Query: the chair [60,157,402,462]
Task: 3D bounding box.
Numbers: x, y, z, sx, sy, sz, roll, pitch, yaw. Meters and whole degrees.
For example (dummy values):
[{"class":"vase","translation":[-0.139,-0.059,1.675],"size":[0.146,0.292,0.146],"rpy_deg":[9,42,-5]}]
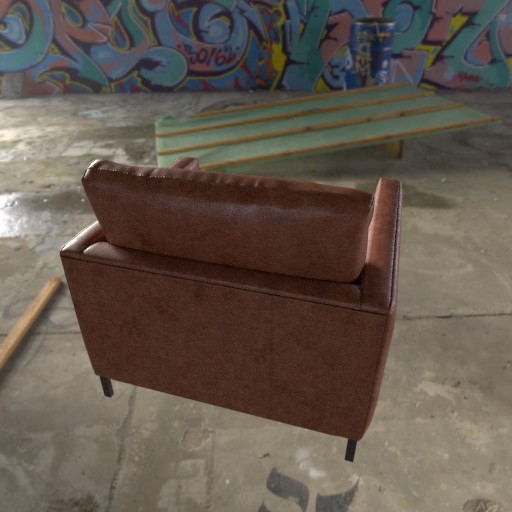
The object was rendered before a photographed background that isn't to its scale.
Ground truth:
[{"class":"chair","translation":[0.000,0.000,1.597],"size":[0.967,0.869,0.862],"rpy_deg":[9,33,14]}]
